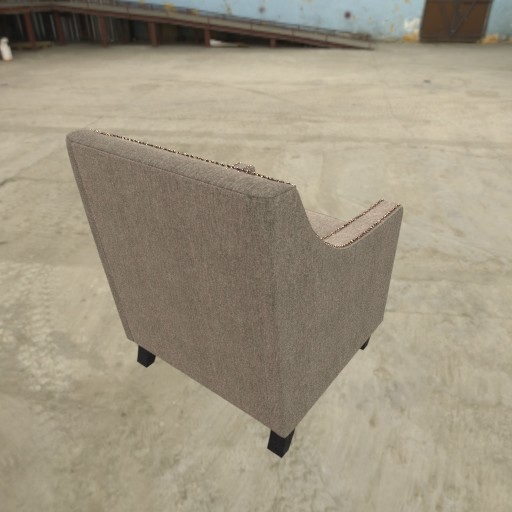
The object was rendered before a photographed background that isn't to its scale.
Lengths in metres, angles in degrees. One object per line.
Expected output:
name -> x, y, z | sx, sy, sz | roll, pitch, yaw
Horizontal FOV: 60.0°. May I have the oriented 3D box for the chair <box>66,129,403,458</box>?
chair -> 0.000, 0.000, 1.625 | 0.776, 0.967, 0.884 | 21, 37, 32
